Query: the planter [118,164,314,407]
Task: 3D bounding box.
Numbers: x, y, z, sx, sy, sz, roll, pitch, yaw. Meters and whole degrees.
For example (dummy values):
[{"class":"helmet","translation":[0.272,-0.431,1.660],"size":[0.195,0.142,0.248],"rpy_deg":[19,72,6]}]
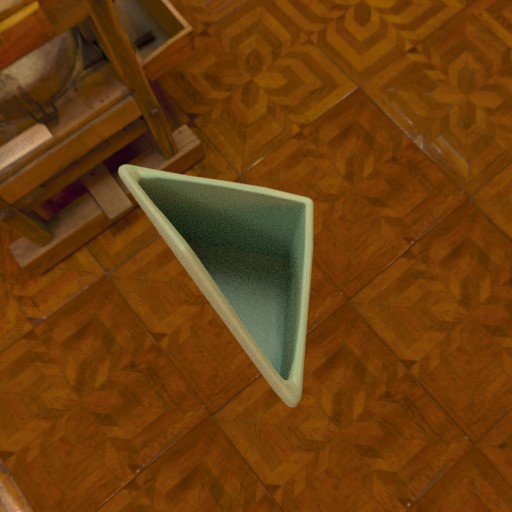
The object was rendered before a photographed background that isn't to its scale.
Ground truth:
[{"class":"planter","translation":[0.000,0.000,0.277],"size":[0.079,0.197,0.164],"rpy_deg":[-36,78,-9]}]
